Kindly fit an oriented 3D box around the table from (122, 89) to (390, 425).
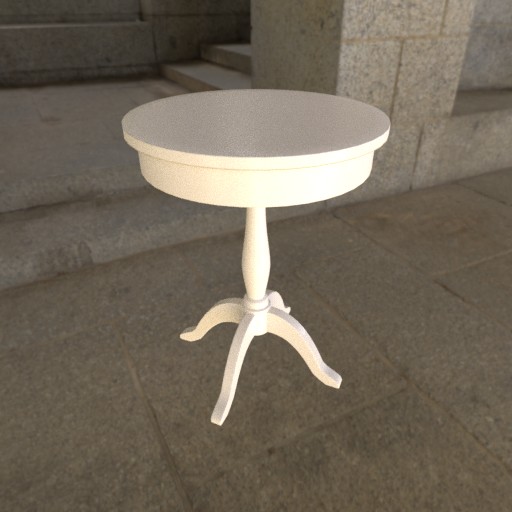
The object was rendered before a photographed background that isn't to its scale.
[{"bbox_3d":[0.000,0.000,1.041,0.513,0.653,0.513,0,31,0],"label":"table"}]
